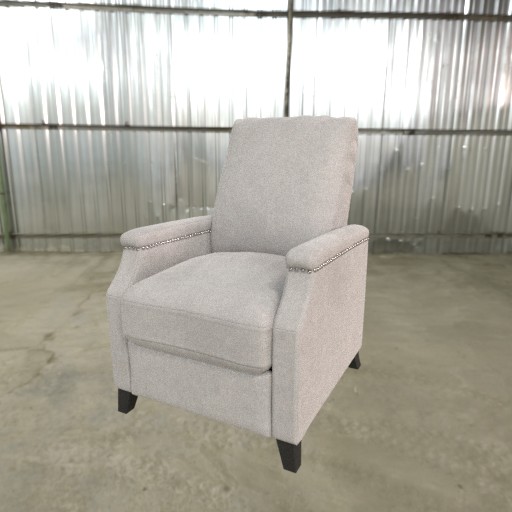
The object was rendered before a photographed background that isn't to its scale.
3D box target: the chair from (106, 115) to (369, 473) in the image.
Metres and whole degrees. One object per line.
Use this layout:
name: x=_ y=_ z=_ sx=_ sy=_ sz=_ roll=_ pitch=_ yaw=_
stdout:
chair: x=0.000 y=0.000 z=1.674 sx=0.710 sy=1.049 sz=0.922 roll=7 pitch=15 yaw=26
